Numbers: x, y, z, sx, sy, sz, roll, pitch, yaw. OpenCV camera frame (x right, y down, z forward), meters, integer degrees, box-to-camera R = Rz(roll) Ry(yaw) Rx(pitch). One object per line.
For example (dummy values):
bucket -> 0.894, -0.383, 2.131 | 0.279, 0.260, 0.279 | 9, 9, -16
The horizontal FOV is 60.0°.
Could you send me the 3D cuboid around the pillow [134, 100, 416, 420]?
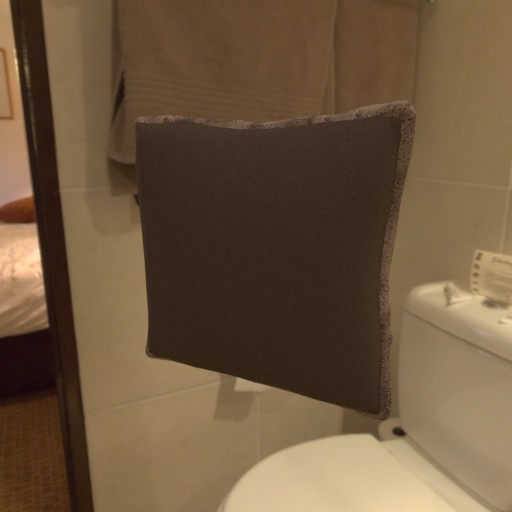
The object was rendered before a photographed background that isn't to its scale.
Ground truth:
pillow -> 0.000, 0.000, 0.811 | 0.522, 0.520, 0.204 | 7, 16, 26
